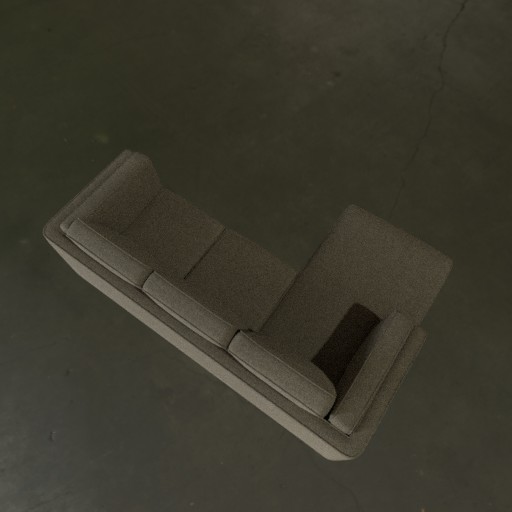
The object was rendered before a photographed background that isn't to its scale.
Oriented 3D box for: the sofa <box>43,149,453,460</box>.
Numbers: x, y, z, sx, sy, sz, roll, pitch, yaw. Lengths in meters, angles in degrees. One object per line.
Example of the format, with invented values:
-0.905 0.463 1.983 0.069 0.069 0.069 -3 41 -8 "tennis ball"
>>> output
0.000 0.000 3.134 2.411 0.929 1.604 32 68 15 "sofa"
